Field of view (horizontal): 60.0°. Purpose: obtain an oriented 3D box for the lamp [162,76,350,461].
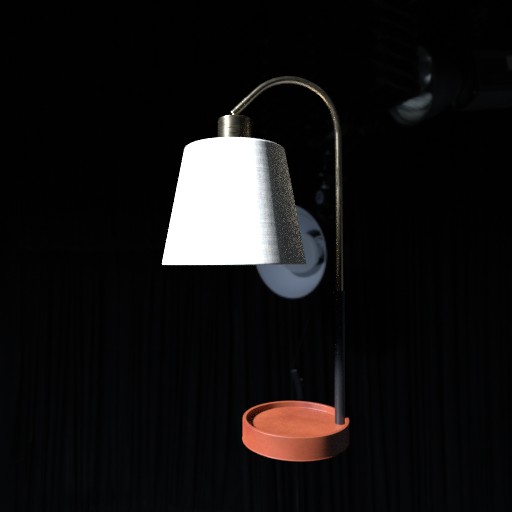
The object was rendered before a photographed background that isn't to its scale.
[{"bbox_3d":[0.000,0.000,0.657,0.273,0.536,0.211,0,-1,0],"label":"lamp"}]
